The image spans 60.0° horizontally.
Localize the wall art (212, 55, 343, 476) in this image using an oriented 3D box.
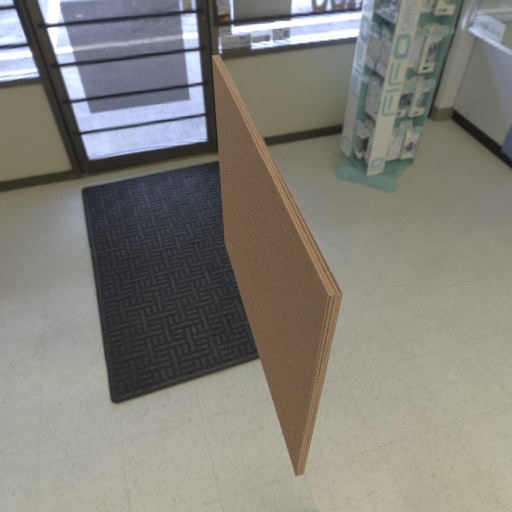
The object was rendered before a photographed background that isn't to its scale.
[{"bbox_3d":[0.000,0.000,0.671,0.013,0.406,0.508,-10,46,-10],"label":"wall art"}]
